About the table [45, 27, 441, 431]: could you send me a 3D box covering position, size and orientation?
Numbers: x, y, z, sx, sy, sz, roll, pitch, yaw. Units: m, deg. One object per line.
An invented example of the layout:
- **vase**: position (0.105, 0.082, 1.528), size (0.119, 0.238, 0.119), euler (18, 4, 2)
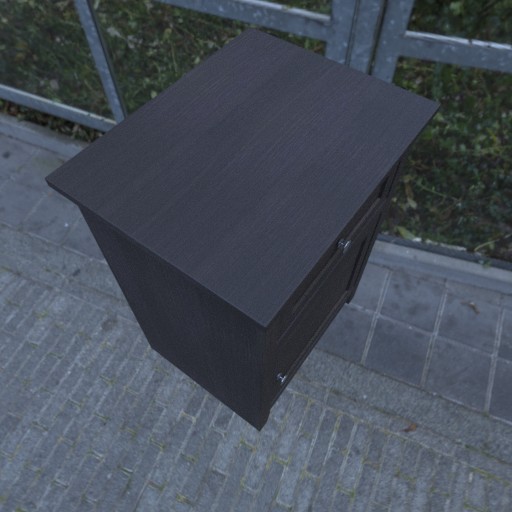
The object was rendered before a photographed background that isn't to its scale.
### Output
- **table**: position (0.000, 0.000, 0.927), size (0.381, 0.635, 0.480), euler (32, 62, 19)
